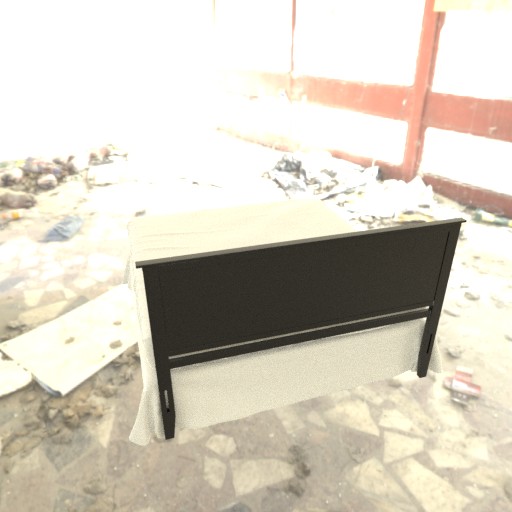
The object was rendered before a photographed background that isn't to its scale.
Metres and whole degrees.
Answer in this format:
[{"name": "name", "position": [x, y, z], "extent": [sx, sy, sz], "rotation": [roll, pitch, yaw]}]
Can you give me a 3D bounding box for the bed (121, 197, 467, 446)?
[{"name": "bed", "position": [0.000, 0.000, 3.697], "extent": [2.315, 1.271, 2.219], "rotation": [-8, 29, -15]}]
